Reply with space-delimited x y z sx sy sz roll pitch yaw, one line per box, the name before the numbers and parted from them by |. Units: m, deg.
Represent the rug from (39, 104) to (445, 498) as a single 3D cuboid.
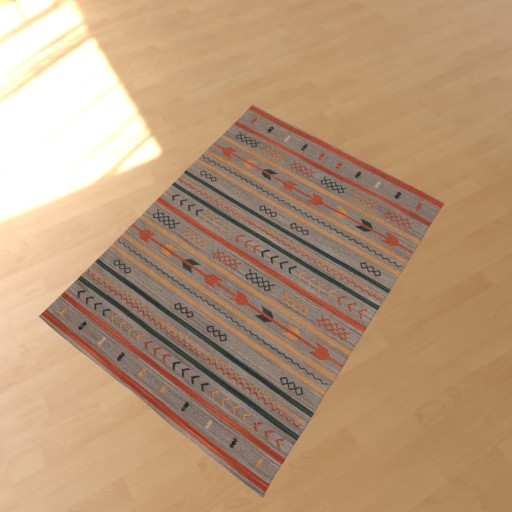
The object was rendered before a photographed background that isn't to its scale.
rug | 0.000 0.000 3.932 2.263 0.022 3.029 32 66 16
